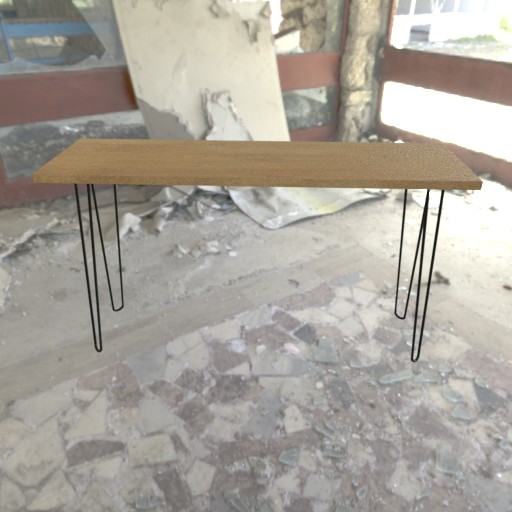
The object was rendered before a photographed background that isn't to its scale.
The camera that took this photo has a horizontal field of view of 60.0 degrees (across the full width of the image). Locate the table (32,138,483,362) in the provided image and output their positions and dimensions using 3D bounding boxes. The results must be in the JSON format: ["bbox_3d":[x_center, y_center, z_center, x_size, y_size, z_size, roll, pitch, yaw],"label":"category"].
[{"bbox_3d":[0.000,0.000,1.745,1.400,0.799,0.399,1,31,2],"label":"table"}]
